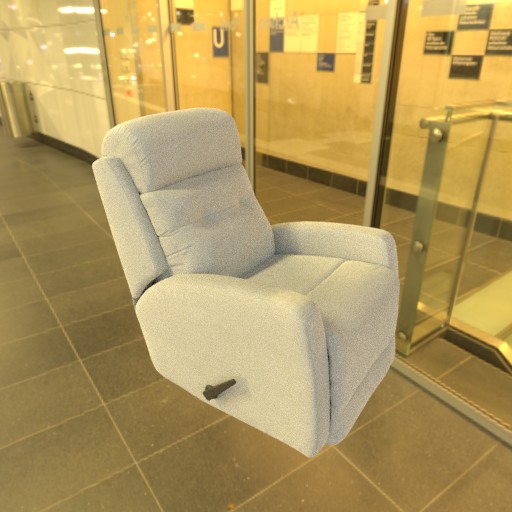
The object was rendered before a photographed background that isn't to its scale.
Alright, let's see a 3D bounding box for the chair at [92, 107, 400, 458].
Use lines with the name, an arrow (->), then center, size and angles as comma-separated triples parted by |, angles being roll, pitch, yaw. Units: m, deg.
chair -> 0.000, 0.000, 1.711 | 1.043, 1.013, 0.798 | 17, 30, 31
